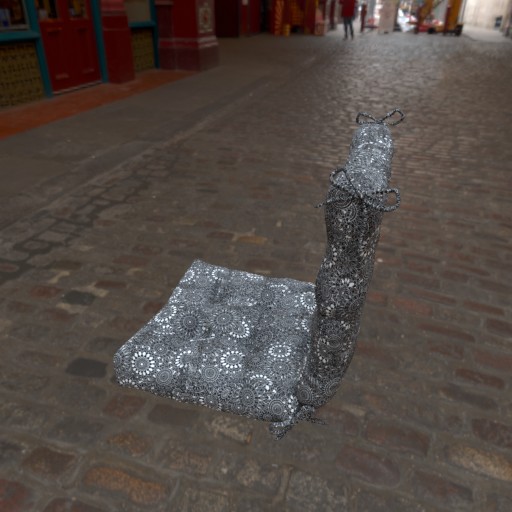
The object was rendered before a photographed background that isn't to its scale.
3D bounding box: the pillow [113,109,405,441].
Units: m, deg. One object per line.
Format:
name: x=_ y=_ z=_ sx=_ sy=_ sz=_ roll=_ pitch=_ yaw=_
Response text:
pillow: x=0.000 y=0.000 z=1.027 sx=0.571 sy=0.605 sz=0.519 roll=9 pitch=31 yaw=15
